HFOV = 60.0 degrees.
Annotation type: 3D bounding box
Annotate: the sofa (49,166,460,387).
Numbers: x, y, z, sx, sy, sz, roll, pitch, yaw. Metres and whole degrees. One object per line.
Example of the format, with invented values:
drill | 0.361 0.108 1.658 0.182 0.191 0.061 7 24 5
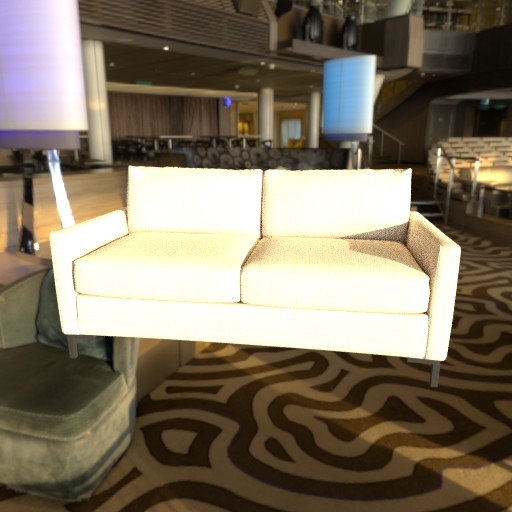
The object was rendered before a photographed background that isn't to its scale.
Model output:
sofa | 0.000 0.000 2.128 1.651 0.812 0.839 2 15 9
